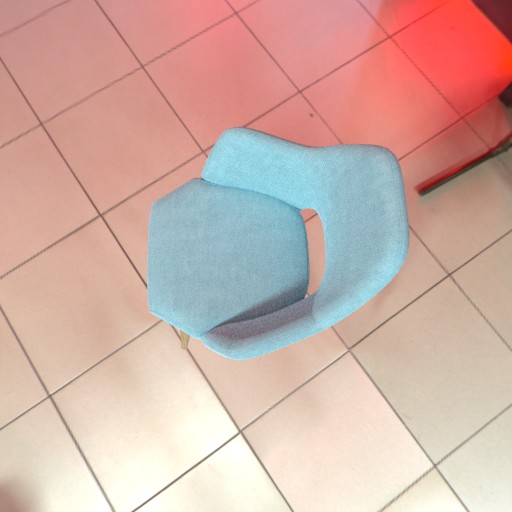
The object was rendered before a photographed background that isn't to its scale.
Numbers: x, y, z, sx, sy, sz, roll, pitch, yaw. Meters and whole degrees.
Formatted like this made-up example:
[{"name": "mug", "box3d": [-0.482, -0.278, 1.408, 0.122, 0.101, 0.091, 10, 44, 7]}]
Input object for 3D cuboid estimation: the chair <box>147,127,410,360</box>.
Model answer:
[{"name": "chair", "box3d": [0.000, 0.000, 1.285, 0.610, 0.840, 0.590, -2, 76, 0]}]
